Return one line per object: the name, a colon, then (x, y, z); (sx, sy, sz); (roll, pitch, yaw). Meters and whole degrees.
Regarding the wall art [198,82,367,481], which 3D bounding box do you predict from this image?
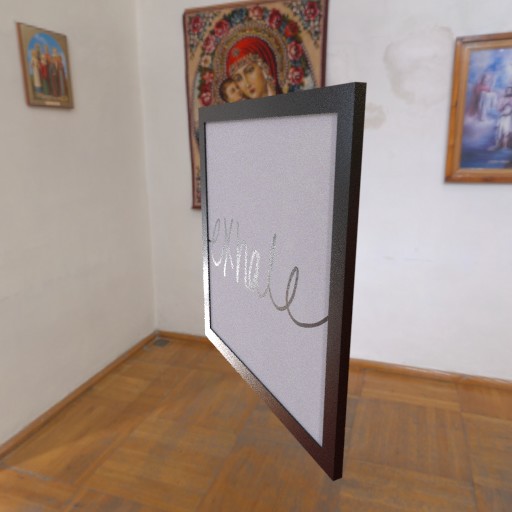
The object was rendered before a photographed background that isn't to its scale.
wall art: (0.000, 0.000, 0.664); (0.014, 0.445, 0.446); (-7, 17, -25)
